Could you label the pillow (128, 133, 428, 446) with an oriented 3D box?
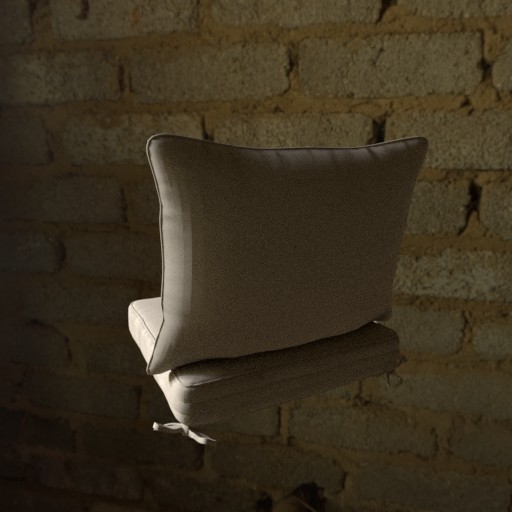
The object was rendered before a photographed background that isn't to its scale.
[{"bbox_3d":[0.000,0.000,1.368,0.798,0.716,0.733,-7,16,-26],"label":"pillow"}]
